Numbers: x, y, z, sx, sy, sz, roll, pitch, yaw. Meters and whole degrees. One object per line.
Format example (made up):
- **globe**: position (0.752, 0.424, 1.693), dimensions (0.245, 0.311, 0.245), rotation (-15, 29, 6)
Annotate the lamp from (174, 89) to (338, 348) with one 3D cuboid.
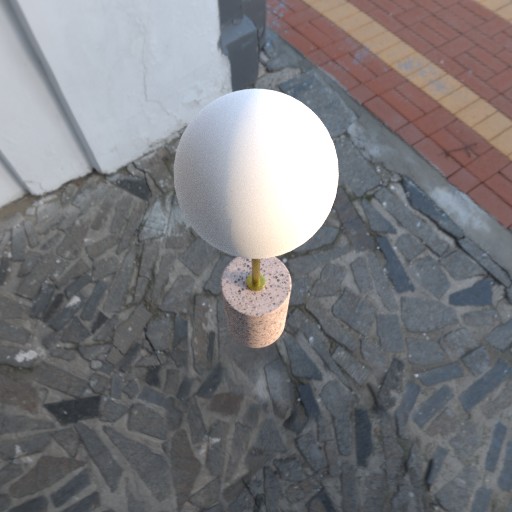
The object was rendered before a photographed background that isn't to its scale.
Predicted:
- **lamp**: position (0.000, 0.000, 0.563), dimensions (0.153, 0.480, 0.153), rotation (0, 62, 0)
